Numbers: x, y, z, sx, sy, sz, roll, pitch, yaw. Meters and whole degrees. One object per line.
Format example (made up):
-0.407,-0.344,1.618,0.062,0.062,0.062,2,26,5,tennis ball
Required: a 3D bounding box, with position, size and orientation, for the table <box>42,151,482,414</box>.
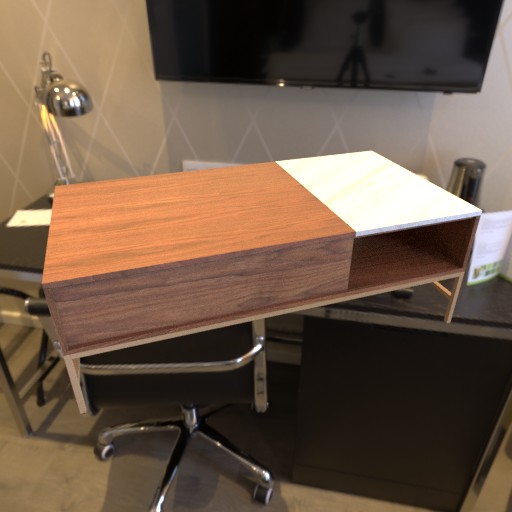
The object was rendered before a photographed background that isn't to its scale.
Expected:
0.000,0.000,1.937,1.553,0.551,0.789,-10,32,-16,table
